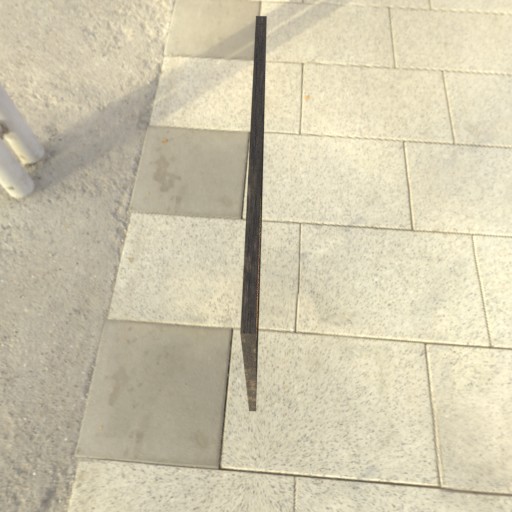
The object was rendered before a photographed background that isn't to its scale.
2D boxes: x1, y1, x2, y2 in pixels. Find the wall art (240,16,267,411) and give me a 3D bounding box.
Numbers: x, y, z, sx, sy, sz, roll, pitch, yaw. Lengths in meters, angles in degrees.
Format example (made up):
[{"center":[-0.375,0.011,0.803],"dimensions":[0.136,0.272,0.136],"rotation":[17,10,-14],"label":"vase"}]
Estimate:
[{"center":[0.000,0.000,1.407],"dimensions":[0.029,1.066,0.812],"rotation":[2,64,1],"label":"wall art"}]
